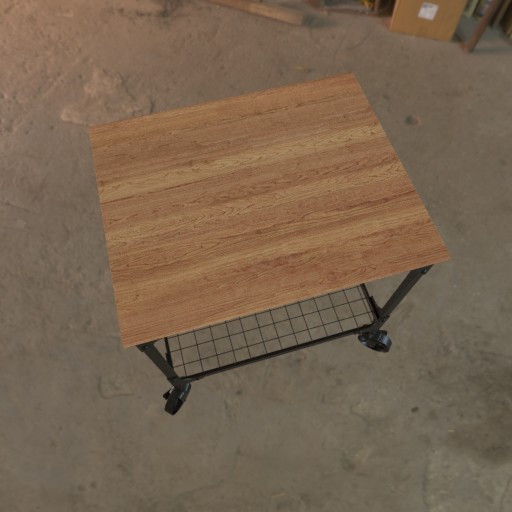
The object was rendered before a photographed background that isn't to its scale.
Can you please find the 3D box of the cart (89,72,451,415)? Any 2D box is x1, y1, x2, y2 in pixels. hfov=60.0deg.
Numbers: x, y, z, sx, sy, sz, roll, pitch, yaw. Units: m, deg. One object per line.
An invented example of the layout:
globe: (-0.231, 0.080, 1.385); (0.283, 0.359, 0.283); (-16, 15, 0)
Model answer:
cart: (0.000, 0.000, 1.127); (0.666, 0.603, 0.558); (-14, 65, -7)
